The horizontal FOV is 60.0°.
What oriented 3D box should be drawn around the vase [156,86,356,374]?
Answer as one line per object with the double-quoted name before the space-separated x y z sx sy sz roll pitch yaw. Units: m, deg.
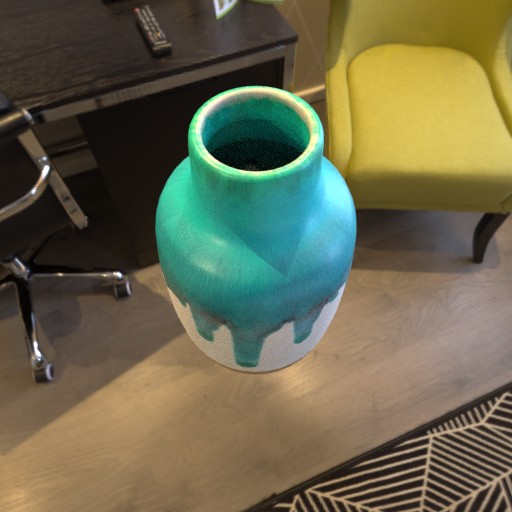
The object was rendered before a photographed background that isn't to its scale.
"vase" 0.000 0.000 0.254 0.106 0.192 0.106 0 59 0
